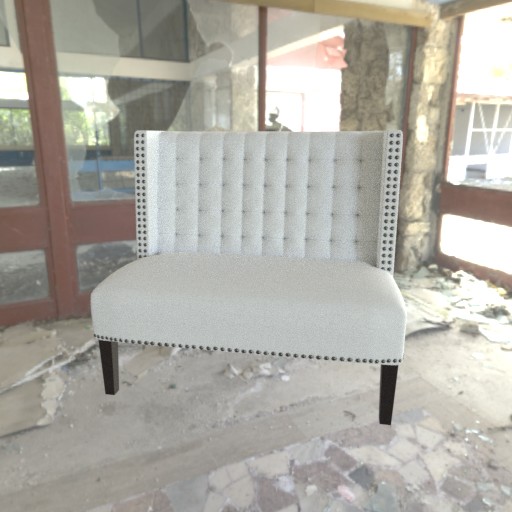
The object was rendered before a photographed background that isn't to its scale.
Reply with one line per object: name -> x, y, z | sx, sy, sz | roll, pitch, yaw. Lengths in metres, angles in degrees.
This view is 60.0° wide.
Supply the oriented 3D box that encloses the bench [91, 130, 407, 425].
bench -> 0.000, 0.000, 2.052 | 1.280, 1.123, 0.847 | 3, 15, 10
